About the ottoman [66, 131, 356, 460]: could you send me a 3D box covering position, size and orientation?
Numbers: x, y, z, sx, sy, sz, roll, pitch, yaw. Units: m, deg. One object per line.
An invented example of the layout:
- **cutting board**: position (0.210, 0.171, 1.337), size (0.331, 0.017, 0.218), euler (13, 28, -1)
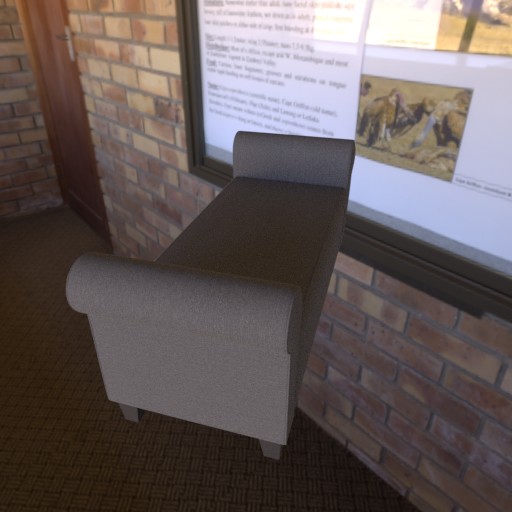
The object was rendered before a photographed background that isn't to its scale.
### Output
- **ottoman**: position (0.000, 0.000, 1.540), size (0.521, 0.547, 1.256), euler (9, 32, 14)
